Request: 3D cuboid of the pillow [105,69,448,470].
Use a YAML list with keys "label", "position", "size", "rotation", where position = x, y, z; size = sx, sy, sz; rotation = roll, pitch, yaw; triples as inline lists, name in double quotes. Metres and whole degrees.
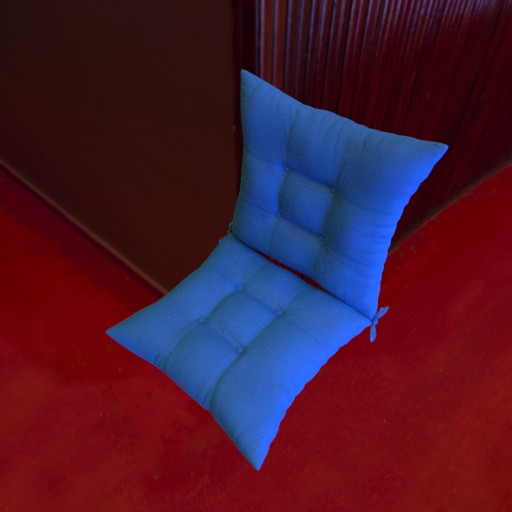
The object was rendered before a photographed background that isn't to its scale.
- label: "pillow"
  position: [0.000, 0.000, 0.987]
  size: [0.541, 0.536, 0.585]
  rotation: [32, 55, 26]
